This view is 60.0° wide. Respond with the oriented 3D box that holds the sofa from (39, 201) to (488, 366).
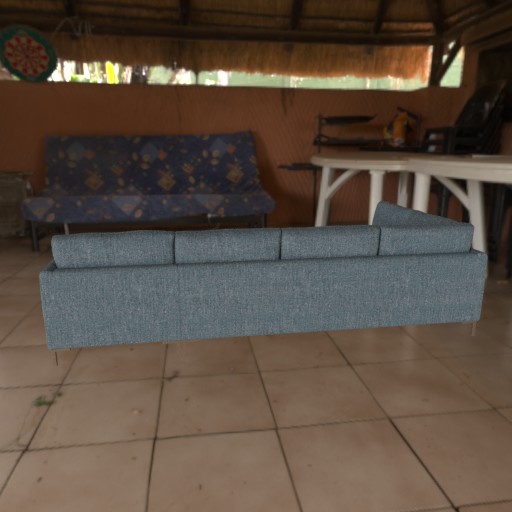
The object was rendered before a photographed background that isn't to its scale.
[{"bbox_3d":[0.000,0.000,3.524,2.737,0.753,1.879,-2,14,-9],"label":"sofa"}]
